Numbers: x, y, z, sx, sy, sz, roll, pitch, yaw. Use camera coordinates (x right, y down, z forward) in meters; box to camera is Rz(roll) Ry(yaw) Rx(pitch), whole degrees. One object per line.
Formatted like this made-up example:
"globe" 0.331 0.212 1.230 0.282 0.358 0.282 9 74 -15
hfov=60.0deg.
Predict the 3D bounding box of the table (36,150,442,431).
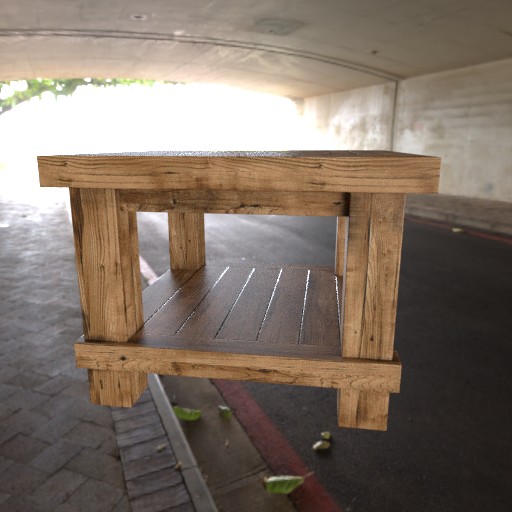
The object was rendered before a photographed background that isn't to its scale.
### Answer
"table" 0.000 0.000 1.002 0.610 0.457 0.610 2 14 8
